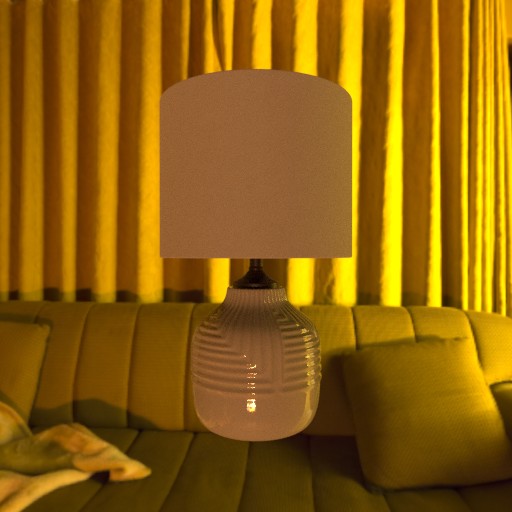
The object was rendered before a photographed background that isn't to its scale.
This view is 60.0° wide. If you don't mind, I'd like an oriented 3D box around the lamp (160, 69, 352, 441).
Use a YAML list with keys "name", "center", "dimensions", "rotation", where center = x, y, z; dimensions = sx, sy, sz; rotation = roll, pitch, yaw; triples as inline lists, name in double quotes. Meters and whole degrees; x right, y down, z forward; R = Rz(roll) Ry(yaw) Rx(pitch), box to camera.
- name: "lamp"
  center: [0.000, 0.000, 0.748]
  dimensions: [0.318, 0.567, 0.318]
  rotation: [0, 0, 0]
